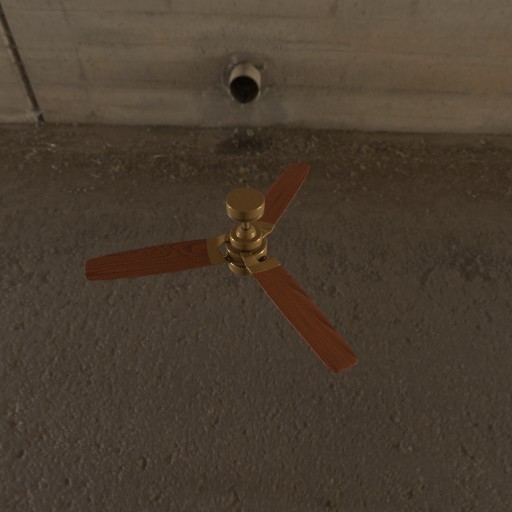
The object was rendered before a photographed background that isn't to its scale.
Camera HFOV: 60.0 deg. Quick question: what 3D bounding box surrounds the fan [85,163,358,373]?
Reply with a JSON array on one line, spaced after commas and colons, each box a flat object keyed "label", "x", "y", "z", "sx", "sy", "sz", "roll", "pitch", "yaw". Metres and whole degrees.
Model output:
[{"label": "fan", "x": 0.000, "y": 0.000, "z": 2.036, "sx": 1.416, "sy": 0.425, "sz": 1.271, "roll": -23, "pitch": 51, "yaw": -21}]
